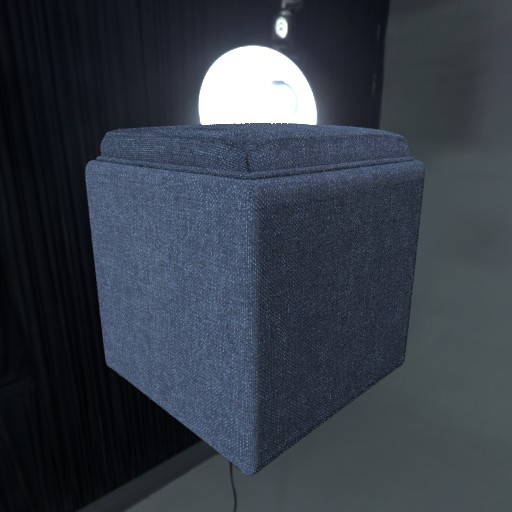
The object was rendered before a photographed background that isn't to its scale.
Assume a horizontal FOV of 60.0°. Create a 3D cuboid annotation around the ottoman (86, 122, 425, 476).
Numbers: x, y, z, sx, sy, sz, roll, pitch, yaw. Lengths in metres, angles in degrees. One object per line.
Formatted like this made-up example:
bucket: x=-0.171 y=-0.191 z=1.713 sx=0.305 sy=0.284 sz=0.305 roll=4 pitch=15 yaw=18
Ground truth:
ottoman: x=0.000 y=0.000 z=0.853 sx=0.454 sy=0.493 sz=0.436 roll=-16 pitch=23 yaw=-42
